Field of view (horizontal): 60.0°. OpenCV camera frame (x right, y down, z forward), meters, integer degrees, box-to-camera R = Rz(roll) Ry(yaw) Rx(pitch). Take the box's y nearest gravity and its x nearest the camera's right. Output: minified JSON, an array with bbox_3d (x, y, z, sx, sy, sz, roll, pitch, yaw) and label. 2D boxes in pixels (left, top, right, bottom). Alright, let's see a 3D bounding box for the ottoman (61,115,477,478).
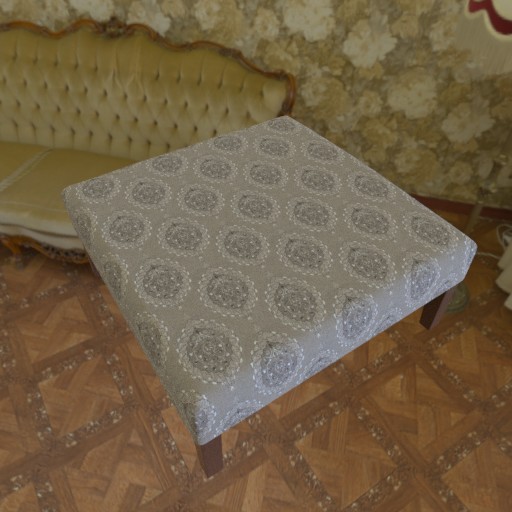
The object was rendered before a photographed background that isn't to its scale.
[{"bbox_3d":[0.000,0.000,1.407,0.889,0.411,0.890,-25,50,-23],"label":"ottoman"}]
